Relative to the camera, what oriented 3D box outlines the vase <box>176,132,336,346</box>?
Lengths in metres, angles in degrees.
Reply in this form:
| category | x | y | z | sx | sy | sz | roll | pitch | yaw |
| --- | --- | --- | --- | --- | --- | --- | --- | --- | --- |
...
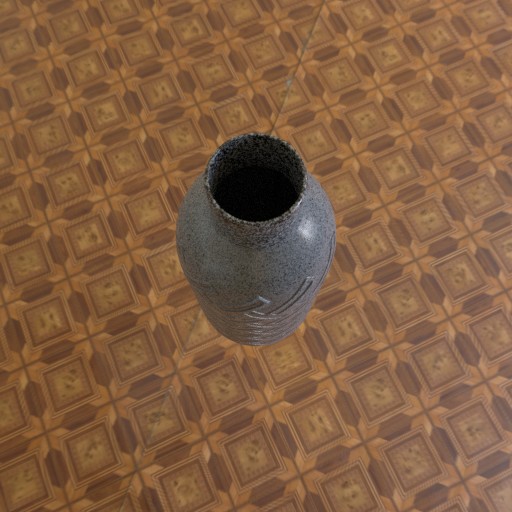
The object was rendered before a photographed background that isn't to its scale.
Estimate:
| category | x | y | z | sx | sy | sz | roll | pitch | yaw |
| --- | --- | --- | --- | --- | --- | --- | --- | --- | --- |
| vase | 0.000 | 0.000 | 0.352 | 0.122 | 0.282 | 0.122 | 0 | 74 | 0 |
